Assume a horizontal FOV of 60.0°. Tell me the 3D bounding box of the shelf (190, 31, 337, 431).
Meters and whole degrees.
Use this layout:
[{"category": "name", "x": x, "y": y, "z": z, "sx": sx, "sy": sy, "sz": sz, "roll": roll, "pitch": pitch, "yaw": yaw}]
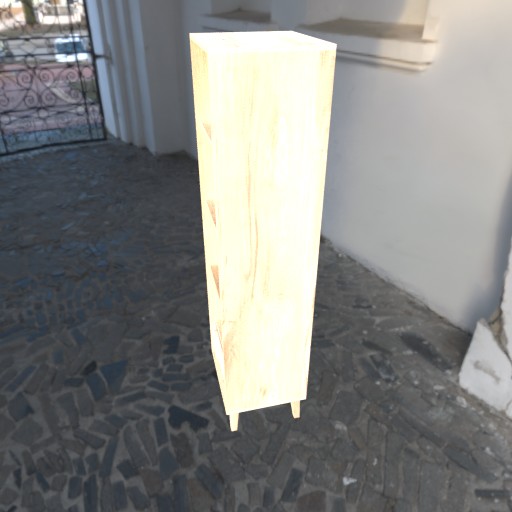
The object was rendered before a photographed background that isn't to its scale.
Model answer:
[{"category": "shelf", "x": 0.000, "y": 0.000, "z": 2.212, "sx": 0.450, "sy": 1.960, "sz": 0.510, "roll": -7, "pitch": 32, "yaw": -12}]
